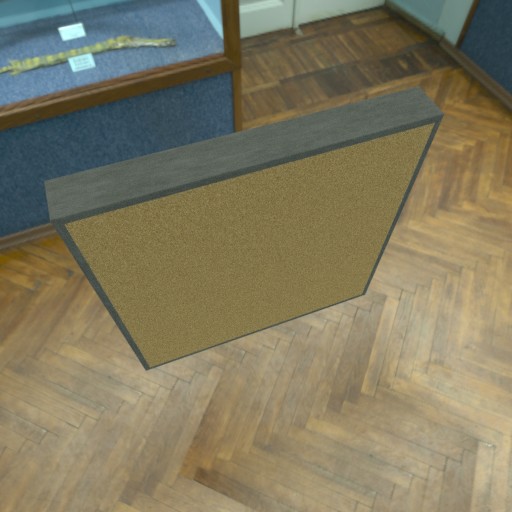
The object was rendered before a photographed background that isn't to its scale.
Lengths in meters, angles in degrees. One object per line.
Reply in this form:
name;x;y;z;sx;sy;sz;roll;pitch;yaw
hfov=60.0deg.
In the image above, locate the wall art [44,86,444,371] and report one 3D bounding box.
wall art;0.000;0.000;0.456;0.303;0.302;0.038;-17;59;-11
